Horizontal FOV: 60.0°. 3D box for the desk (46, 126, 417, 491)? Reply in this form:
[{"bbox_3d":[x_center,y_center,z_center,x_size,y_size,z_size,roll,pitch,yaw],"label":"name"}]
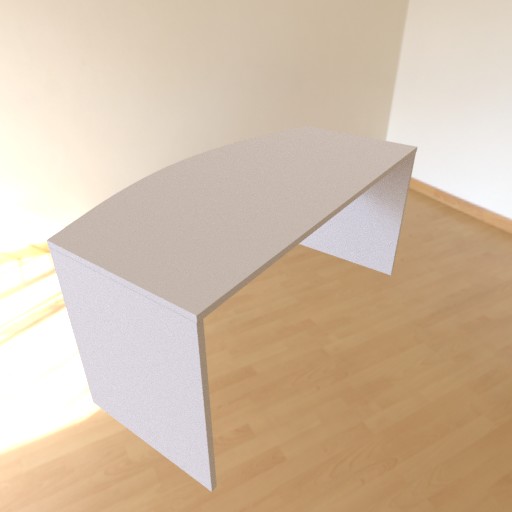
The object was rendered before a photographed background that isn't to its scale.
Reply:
[{"bbox_3d":[0.000,0.000,2.022,0.802,0.750,1.600,21,37,30],"label":"desk"}]
